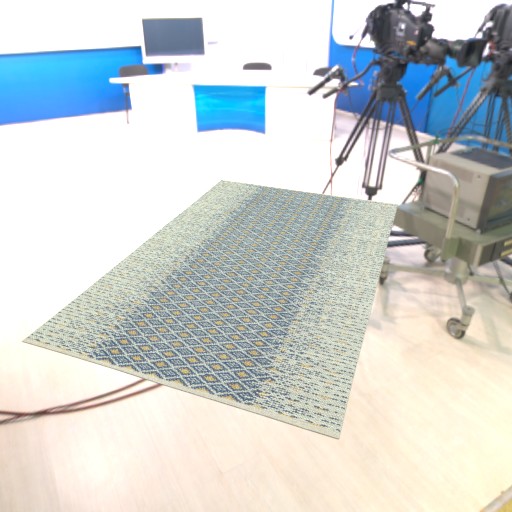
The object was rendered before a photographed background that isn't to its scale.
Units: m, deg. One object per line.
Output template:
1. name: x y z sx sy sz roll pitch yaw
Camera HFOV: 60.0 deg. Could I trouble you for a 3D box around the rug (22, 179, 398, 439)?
1. rug: 0.000 0.000 2.240 1.219 0.005 1.828 11 32 18
